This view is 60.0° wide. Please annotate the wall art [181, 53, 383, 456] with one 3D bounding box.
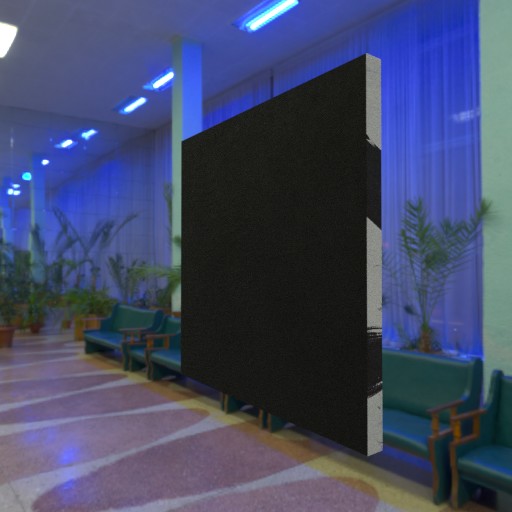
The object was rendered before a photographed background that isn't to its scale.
[{"bbox_3d":[0.000,0.000,1.159,0.046,0.765,0.765,1,-1,-37],"label":"wall art"}]
